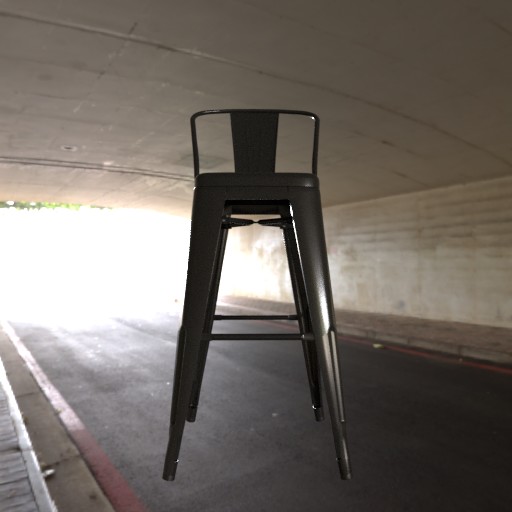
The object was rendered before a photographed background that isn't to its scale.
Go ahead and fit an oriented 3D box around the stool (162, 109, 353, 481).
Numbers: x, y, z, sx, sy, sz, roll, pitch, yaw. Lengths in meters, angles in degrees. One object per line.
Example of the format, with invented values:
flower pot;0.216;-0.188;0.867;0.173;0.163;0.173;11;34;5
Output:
stool;0.000;0.000;1.260;0.432;1.022;0.528;0;-1;-1
